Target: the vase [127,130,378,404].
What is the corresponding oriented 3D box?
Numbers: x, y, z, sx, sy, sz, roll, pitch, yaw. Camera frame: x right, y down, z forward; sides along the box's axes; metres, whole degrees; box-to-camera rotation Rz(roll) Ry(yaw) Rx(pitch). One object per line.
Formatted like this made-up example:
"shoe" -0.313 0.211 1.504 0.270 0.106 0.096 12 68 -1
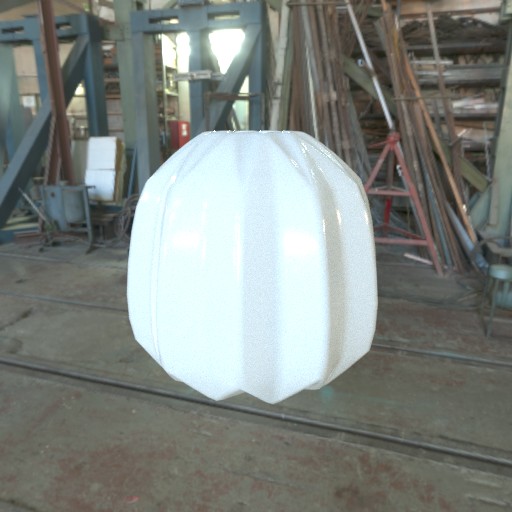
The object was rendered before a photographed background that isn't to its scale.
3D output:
"vase" 0.000 0.000 0.247 0.139 0.134 0.139 0 17 0
